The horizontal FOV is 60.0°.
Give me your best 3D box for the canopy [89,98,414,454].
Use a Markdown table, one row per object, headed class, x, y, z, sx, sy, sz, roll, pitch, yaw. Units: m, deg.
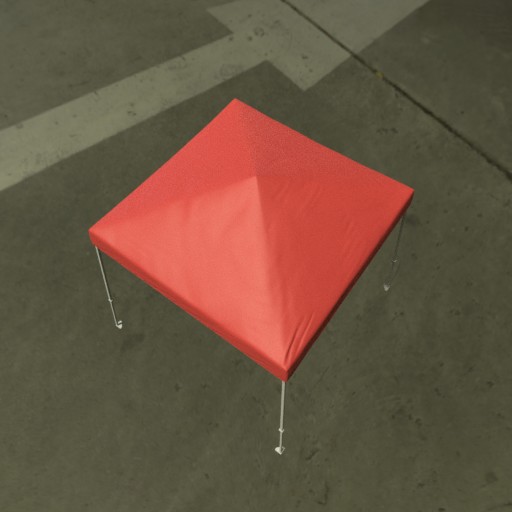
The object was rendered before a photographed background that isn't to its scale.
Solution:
| class | x | y | z | sx | sy | sz | roll | pitch | yaw |
| --- | --- | --- | --- | --- | --- | --- | --- | --- | --- |
| canopy | 0.000 | 0.000 | 5.226 | 2.848 | 2.849 | 2.849 | 32 | 65 | 17 |
